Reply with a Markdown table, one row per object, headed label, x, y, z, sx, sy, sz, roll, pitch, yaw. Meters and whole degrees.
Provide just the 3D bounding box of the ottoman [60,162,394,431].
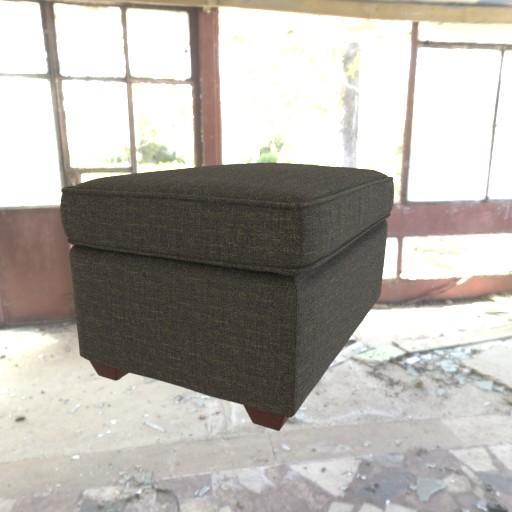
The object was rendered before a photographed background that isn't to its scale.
| label | x | y | z | sx | sy | sz | roll | pitch | yaw |
| --- | --- | --- | --- | --- | --- | --- | --- | --- | --- |
| ottoman | 0.000 | 0.000 | 1.110 | 0.549 | 0.450 | 0.749 | 7 | 15 | 26 |
